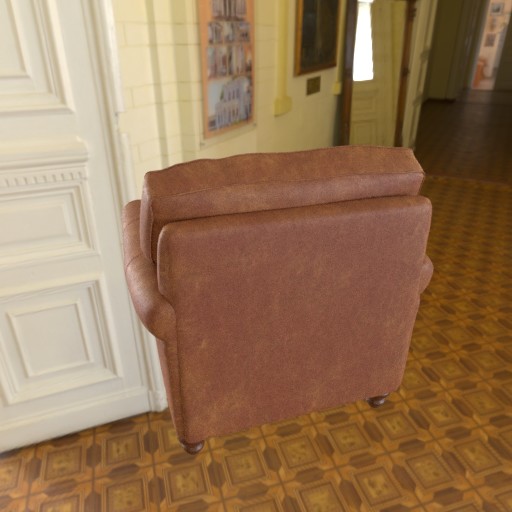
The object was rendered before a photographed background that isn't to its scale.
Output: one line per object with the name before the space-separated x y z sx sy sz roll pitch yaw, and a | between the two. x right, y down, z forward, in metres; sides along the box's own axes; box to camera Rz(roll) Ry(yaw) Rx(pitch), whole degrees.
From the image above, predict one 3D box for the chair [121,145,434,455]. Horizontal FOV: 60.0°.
chair | 0.000 0.000 1.728 0.983 0.962 0.986 -8 28 -15
